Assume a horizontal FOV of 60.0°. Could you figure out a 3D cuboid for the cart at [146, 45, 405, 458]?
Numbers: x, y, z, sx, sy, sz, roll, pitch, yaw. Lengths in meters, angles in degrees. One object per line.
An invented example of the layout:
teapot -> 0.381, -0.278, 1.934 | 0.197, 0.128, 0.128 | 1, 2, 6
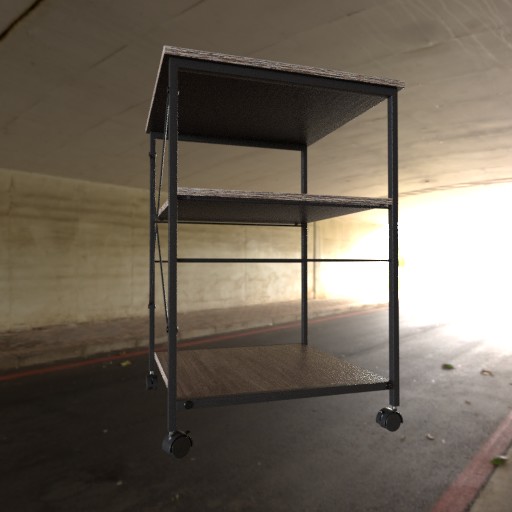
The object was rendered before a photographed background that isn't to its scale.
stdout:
cart -> 0.000, 0.000, 1.134 | 0.520, 0.762, 0.521 | 0, -1, -18
